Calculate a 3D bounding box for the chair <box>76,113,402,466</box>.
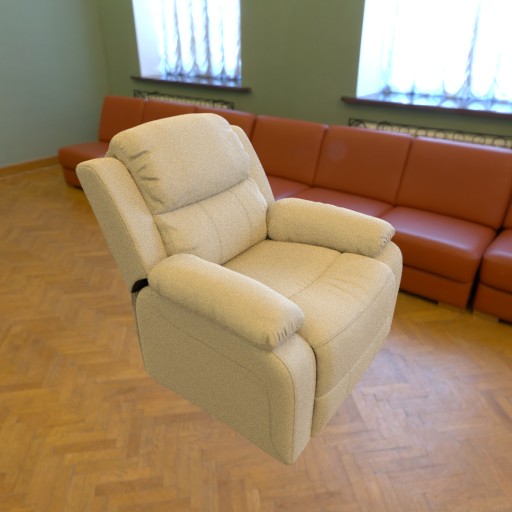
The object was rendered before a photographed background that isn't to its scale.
[{"bbox_3d":[0.000,0.000,1.254,0.709,0.702,0.680,18,33,31],"label":"chair"}]
